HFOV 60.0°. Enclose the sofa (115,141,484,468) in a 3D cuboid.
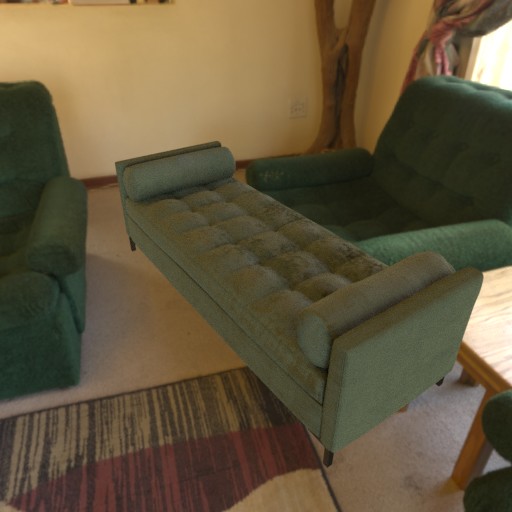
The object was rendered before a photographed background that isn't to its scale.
[{"bbox_3d":[0.000,0.000,2.476,0.817,0.681,2.130,-21,38,-29],"label":"sofa"}]
